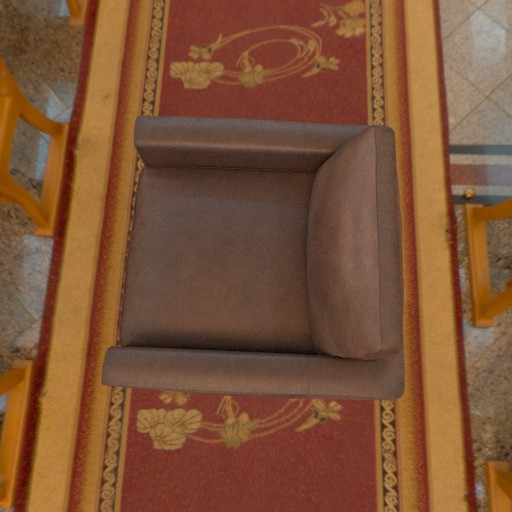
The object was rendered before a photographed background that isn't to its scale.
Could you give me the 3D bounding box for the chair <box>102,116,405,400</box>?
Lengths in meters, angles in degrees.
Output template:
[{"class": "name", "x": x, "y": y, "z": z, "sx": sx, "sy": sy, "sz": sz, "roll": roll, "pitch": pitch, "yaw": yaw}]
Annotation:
[{"class": "chair", "x": 0.000, "y": 0.000, "z": 1.807, "sx": 1.069, "sy": 0.812, "sz": 1.100, "roll": 3, "pitch": 75, "yaw": 1}]
